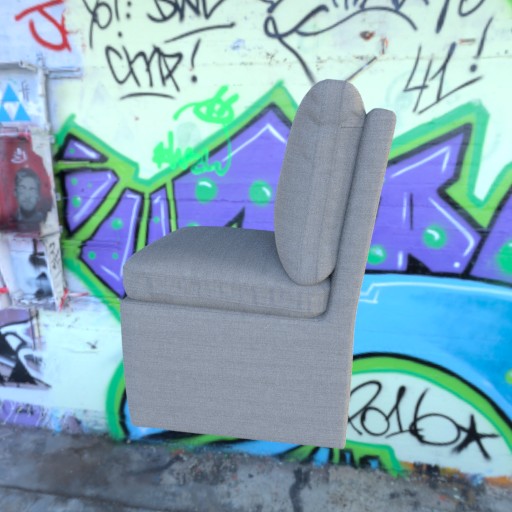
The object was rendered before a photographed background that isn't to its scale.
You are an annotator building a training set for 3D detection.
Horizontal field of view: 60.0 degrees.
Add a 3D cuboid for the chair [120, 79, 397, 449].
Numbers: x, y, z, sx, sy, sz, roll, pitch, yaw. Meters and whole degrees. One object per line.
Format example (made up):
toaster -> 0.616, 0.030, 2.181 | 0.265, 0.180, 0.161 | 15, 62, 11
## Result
chair -> 0.000, 0.000, 1.323 | 0.698, 0.927, 0.503 | 3, 15, 9
